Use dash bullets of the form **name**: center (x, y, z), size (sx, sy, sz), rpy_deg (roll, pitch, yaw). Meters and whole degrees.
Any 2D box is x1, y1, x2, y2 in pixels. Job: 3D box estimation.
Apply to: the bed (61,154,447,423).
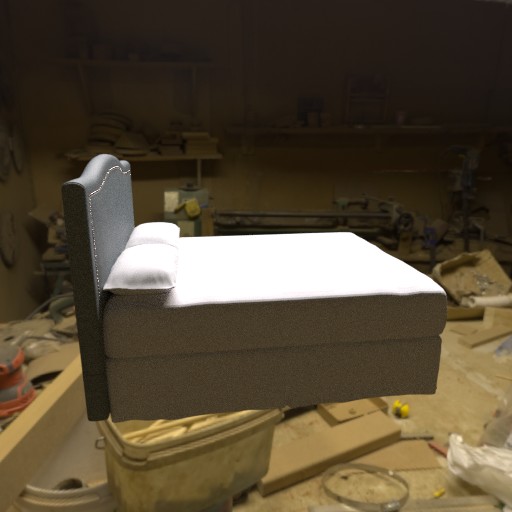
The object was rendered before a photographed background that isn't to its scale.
- **bed**: center (0.000, 0.000, 3.230), size (2.143, 1.460, 1.753), rpy_deg (-2, 16, -8)
